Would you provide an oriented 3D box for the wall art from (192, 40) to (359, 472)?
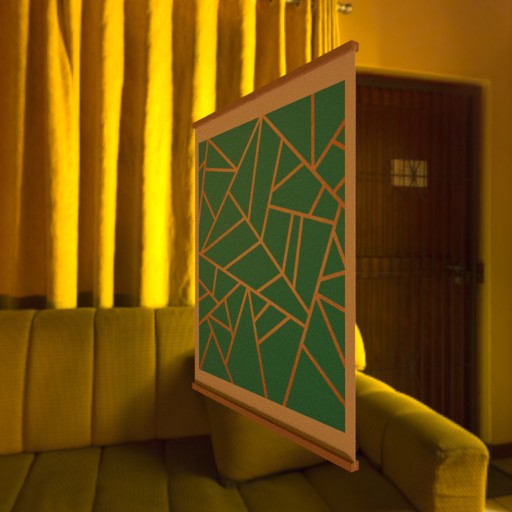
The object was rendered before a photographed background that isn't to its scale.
[{"bbox_3d":[0.000,0.000,0.689,0.012,0.508,0.405,0,0,-35],"label":"wall art"}]
